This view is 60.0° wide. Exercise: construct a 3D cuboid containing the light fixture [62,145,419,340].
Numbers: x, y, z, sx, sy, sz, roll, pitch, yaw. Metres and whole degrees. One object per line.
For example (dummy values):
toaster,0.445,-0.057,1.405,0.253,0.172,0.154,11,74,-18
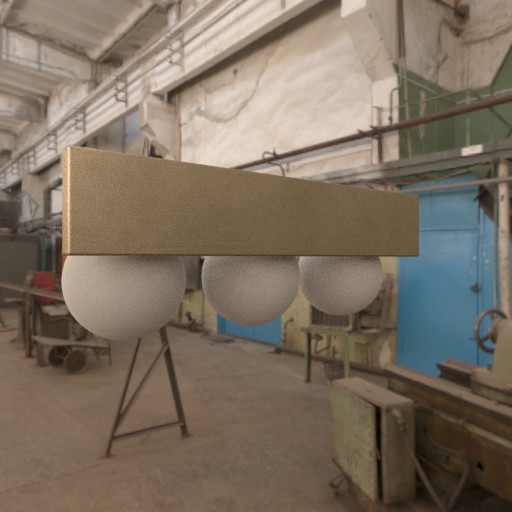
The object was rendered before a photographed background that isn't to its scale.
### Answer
light fixture,0.000,0.000,0.831,0.721,0.263,0.218,0,0,-37
